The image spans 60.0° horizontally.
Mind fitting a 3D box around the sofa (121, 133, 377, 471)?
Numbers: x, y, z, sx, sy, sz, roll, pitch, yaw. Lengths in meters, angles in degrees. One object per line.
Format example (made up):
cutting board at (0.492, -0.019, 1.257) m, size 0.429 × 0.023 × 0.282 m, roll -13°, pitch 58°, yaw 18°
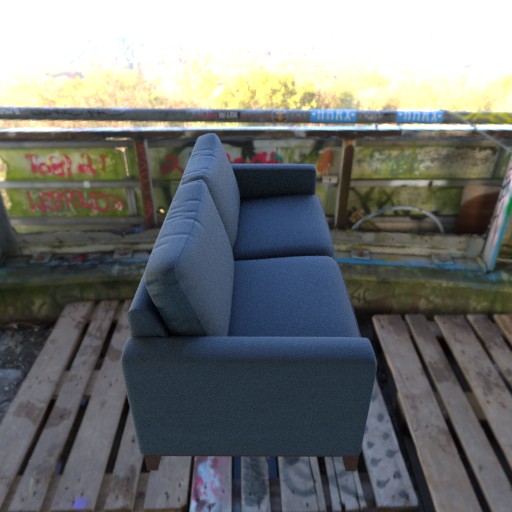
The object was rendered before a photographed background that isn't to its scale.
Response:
sofa at (0.000, 0.000, 2.326) m, size 0.877 × 0.865 × 1.900 m, roll 0°, pitch 31°, yaw 0°
